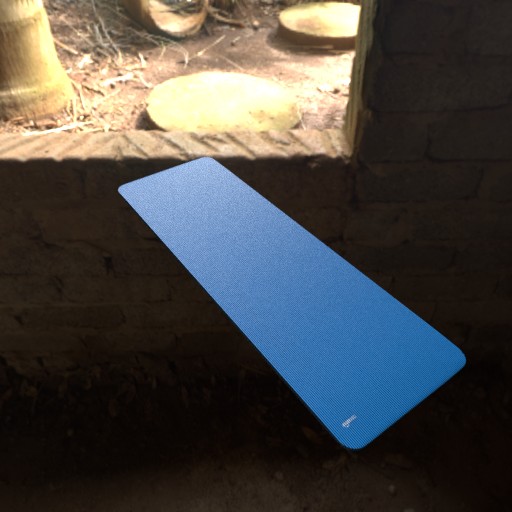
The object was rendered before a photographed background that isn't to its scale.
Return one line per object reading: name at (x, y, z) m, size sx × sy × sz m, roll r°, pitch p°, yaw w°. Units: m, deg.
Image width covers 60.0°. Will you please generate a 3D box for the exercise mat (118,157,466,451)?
exercise mat at (0.000, 0.000, 2.065) m, size 0.616 × 0.021 × 1.869 m, roll -26°, pitch 48°, yaw -26°
